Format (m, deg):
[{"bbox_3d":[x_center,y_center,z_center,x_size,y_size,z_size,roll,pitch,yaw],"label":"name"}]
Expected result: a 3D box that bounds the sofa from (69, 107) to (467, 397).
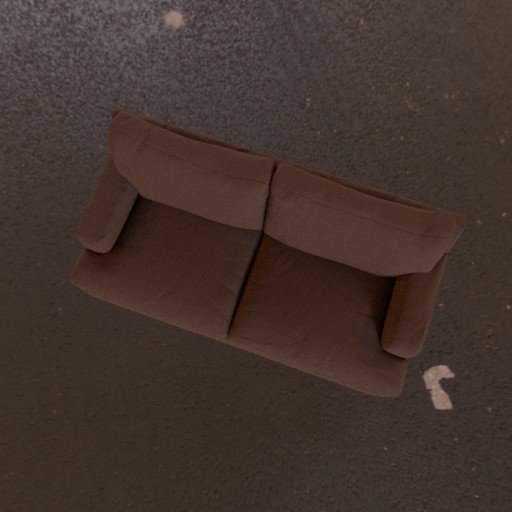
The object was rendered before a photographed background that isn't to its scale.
[{"bbox_3d":[0.000,0.000,2.840,2.274,0.950,1.140,19,76,5],"label":"sofa"}]
